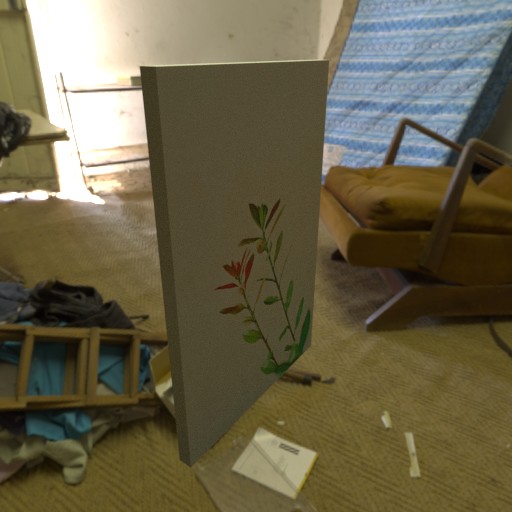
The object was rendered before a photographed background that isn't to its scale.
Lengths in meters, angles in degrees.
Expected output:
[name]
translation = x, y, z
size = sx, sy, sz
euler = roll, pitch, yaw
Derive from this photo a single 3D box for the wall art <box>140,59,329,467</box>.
[wall art]
translation = 0.000, 0.000, 1.142
size = 0.039, 0.915, 0.612
euler = 17, 30, 32
